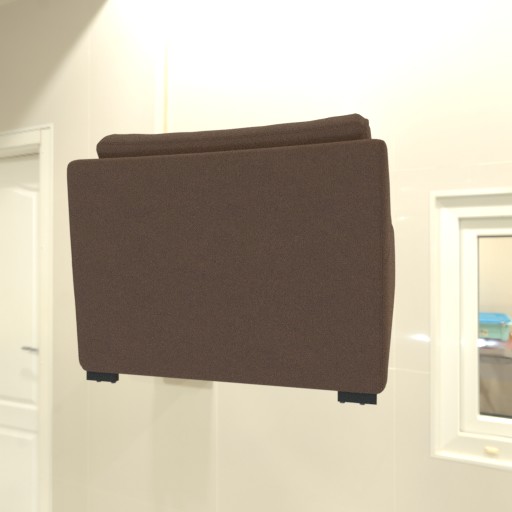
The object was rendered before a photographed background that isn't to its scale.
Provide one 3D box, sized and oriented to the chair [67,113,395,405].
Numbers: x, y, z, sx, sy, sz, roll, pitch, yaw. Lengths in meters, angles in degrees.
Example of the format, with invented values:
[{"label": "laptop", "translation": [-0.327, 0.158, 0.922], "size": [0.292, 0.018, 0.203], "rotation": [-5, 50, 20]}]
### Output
[{"label": "chair", "translation": [0.000, 0.000, 1.963], "size": [1.168, 0.940, 1.143], "rotation": [0, 0, 16]}]
